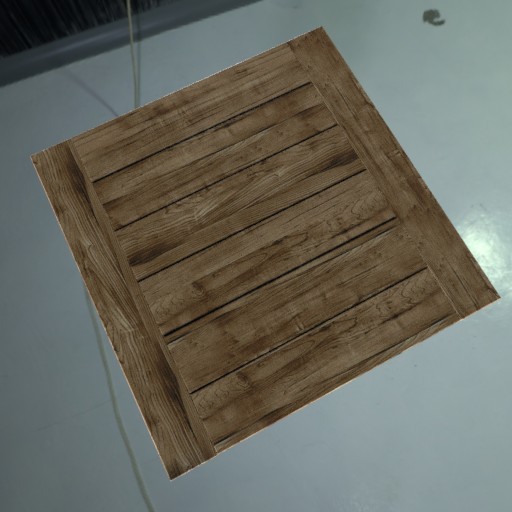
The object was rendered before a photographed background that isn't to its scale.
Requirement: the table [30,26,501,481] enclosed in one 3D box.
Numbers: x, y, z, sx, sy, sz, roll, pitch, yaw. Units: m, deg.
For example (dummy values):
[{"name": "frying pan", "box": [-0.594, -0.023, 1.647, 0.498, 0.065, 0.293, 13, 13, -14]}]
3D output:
[{"name": "table", "box": [0.000, 0.000, 0.995, 0.610, 0.457, 0.610, -27, 77, -6]}]
